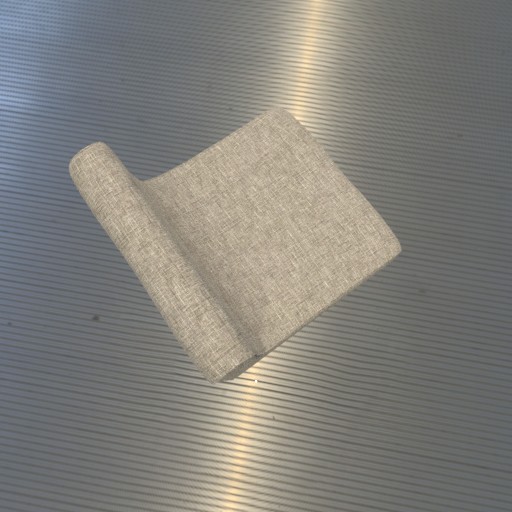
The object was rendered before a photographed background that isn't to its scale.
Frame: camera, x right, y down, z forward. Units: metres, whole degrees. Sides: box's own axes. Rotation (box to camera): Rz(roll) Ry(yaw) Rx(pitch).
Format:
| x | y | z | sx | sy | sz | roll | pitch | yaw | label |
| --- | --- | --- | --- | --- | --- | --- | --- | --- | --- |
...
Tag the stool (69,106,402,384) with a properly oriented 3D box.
| x | y | z | sx | sy | sz | roll | pitch | yaw | label |
| --- | --- | --- | --- | --- | --- | --- | --- | --- | --- |
| 0.000 | 0.000 | 1.069 | 0.459 | 0.835 | 0.417 | -35 | 77 | -9 | stool |
